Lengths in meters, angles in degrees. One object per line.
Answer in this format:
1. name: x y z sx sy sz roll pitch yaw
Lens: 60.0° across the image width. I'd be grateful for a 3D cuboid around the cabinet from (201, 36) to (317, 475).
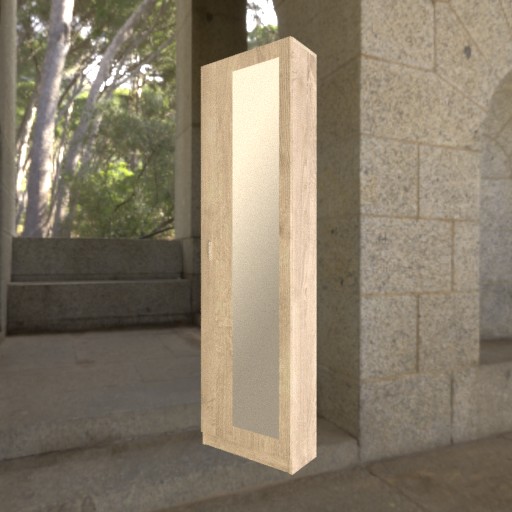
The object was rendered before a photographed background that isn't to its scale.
1. cabinet: 0.000 0.000 2.031 0.500 1.790 0.230 0 0 36
